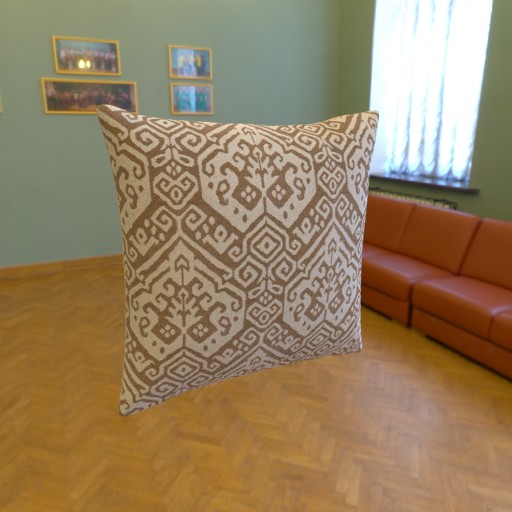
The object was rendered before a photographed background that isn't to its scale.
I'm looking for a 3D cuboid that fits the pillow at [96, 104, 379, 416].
[{"bbox_3d":[0.000,0.000,0.641,0.419,0.407,0.173,-8,18,-26],"label":"pillow"}]
